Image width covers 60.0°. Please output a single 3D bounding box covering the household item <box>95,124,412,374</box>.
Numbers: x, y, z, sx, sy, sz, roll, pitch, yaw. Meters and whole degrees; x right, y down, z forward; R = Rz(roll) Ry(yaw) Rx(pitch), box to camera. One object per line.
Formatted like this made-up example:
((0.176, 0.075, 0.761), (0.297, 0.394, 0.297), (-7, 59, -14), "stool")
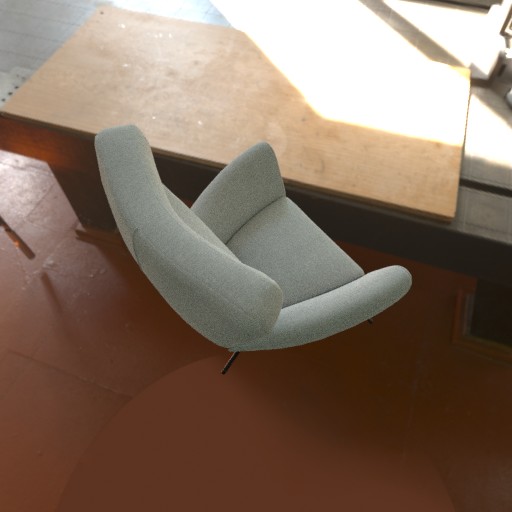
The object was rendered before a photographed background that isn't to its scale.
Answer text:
((0.000, 0.000, 1.825), (0.900, 1.050, 0.980), (-32, 62, -19), "household item")
